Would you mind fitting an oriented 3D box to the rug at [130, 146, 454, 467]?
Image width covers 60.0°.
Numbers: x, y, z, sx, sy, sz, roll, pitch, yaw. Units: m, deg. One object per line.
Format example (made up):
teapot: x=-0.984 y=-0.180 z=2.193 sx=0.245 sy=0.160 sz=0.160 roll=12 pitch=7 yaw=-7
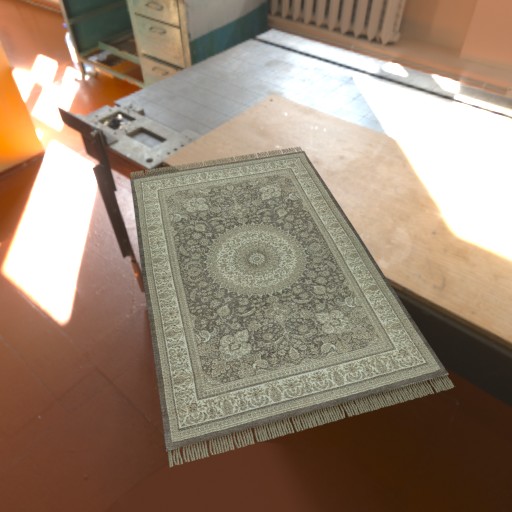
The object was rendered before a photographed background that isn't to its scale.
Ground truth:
rug: x=0.000 y=0.000 z=4.239 sx=2.143 sy=0.015 sz=3.422 roll=-11 pitch=47 yaw=-11
